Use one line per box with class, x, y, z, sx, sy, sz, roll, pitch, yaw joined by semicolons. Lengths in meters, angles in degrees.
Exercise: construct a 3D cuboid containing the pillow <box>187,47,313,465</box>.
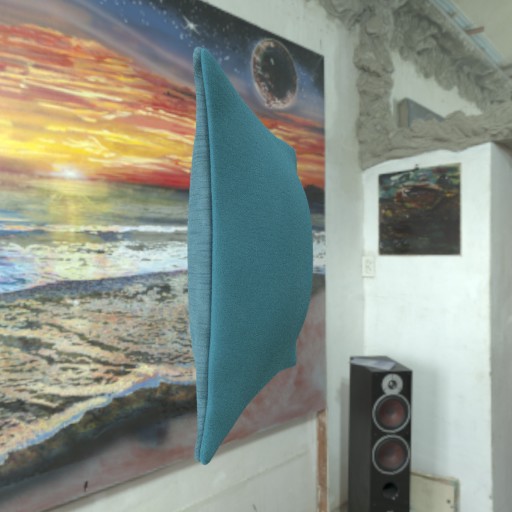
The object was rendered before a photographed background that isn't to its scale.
pillow;0.000;0.000;0.640;0.151;0.415;0.433;0;0;17
